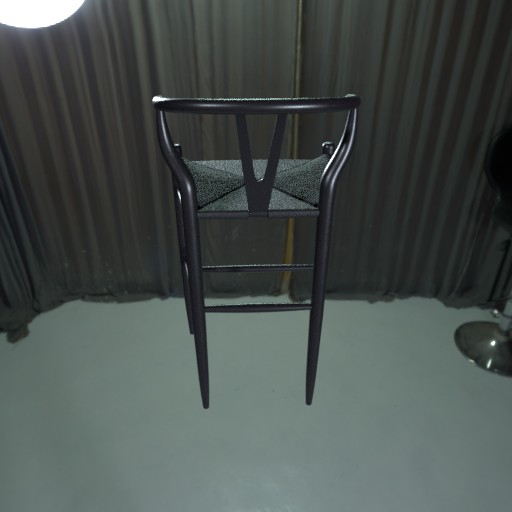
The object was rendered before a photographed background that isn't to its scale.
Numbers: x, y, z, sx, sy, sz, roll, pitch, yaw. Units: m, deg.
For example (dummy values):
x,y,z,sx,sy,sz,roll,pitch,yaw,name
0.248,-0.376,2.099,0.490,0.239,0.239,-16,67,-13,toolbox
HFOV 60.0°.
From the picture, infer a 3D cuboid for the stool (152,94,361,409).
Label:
x,y,z,sx,sy,sz,roll,pitch,yaw,name
0.000,0.000,1.424,0.569,1.072,0.579,-1,30,-2,stool
